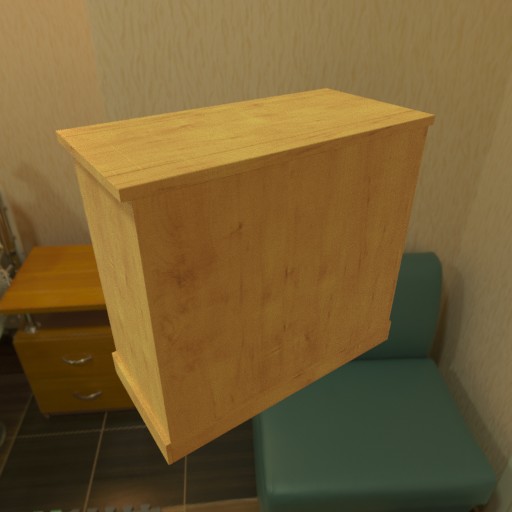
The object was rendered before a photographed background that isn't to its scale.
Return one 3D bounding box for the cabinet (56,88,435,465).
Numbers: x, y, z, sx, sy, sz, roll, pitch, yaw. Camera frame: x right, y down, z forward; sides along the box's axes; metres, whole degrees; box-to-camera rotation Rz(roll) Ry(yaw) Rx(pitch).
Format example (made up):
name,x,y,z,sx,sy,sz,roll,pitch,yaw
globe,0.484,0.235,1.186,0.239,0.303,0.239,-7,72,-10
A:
name,x,y,z,sx,sy,sz,roll,pitch,yaw
cabinet,0.000,0.000,1.406,0.920,0.840,0.450,-20,37,-29
